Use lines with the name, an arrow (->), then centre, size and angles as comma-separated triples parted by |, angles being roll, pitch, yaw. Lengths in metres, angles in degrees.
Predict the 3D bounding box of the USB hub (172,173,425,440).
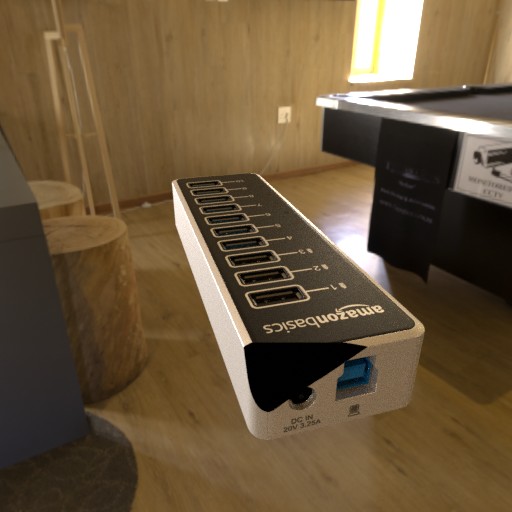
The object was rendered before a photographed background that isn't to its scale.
USB hub -> 0.000, 0.000, 0.166 | 0.044, 0.023, 0.145 | -7, 27, -15
